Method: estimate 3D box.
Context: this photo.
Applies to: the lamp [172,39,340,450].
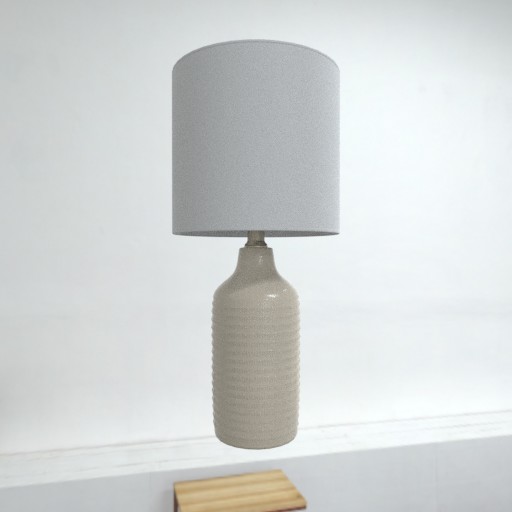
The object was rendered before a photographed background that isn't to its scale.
[{"bbox_3d":[0.000,0.000,0.595,0.220,0.475,0.220,0,1,-35],"label":"lamp"}]
